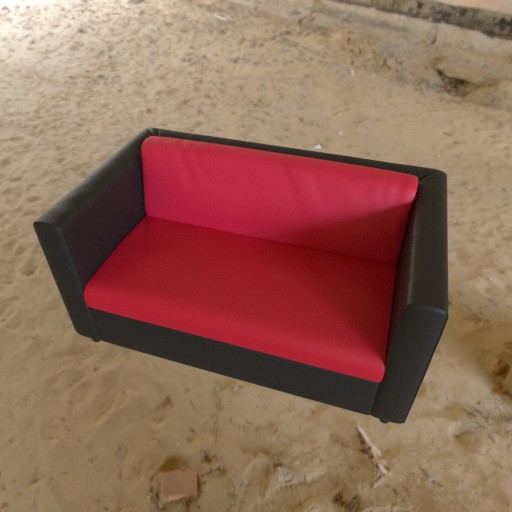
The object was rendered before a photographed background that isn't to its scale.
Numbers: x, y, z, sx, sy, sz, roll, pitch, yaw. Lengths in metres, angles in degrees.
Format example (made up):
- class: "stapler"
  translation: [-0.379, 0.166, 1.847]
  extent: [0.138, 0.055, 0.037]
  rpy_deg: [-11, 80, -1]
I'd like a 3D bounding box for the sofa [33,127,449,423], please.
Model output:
- class: "sofa"
  translation: [0.000, 0.000, 1.896]
  extent: [1.410, 0.735, 0.845]
  rpy_deg: [12, 42, 14]
